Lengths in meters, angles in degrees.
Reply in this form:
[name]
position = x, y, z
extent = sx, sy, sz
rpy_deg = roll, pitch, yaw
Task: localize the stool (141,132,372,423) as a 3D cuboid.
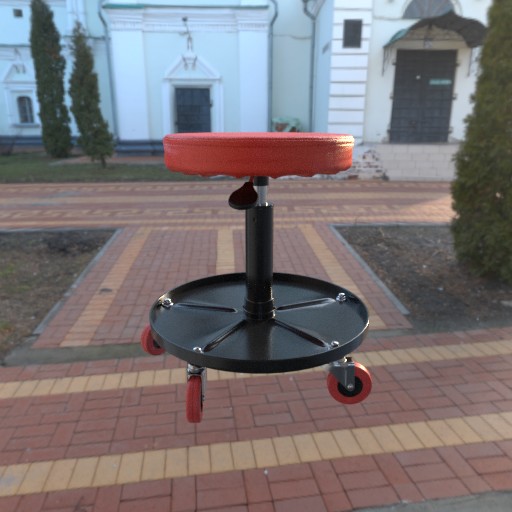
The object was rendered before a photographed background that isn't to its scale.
[stool]
position = 0.000, 0.000, 0.687
extent = 0.381, 0.365, 0.382
rpy_deg = 2, 17, 8
